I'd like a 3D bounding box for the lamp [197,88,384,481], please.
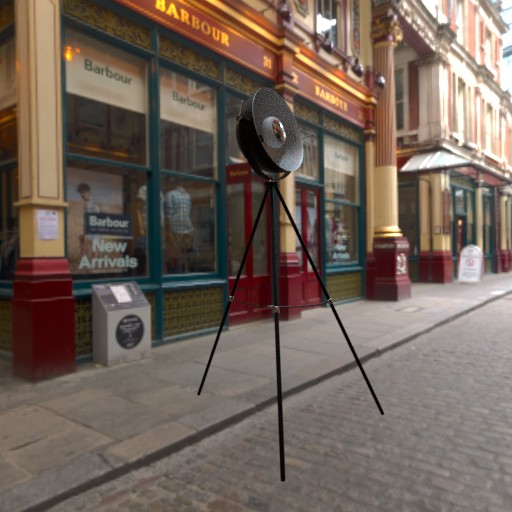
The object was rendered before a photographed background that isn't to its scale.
[{"bbox_3d":[0.000,0.000,2.055,0.920,1.512,0.817,0,0,37],"label":"lamp"}]
